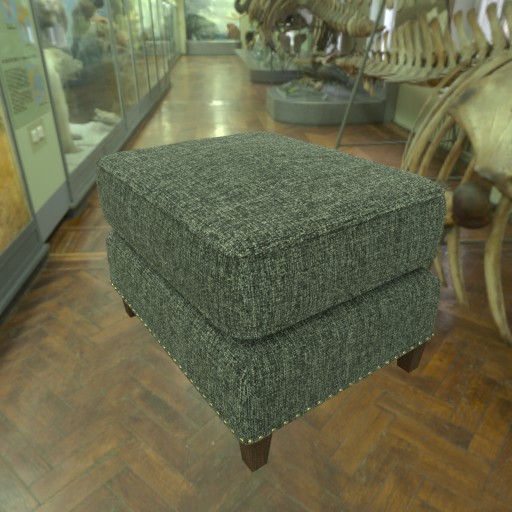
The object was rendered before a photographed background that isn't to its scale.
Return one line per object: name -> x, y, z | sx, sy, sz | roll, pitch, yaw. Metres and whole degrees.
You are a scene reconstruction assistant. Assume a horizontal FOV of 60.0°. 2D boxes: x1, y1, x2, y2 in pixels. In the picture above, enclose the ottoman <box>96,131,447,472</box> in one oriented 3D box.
ottoman -> 0.000, 0.000, 1.147 | 0.589, 0.537, 0.738 | -18, 33, -31
